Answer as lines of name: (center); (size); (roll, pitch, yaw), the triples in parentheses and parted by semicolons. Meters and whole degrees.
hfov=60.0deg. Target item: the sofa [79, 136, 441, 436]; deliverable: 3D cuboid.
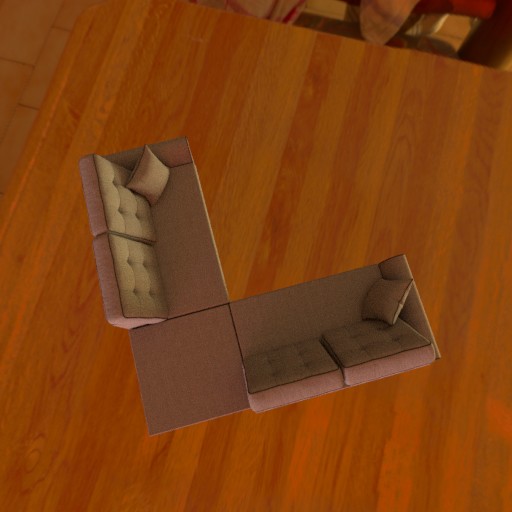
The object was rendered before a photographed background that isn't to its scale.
sofa: (0.000, 0.000, 3.274); (2.068, 0.988, 2.070); (-15, 77, -3)
